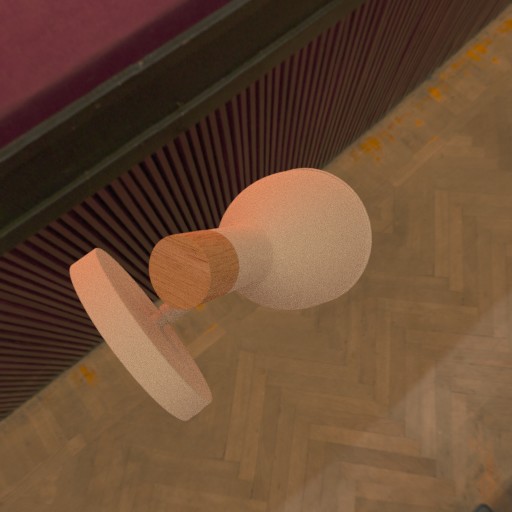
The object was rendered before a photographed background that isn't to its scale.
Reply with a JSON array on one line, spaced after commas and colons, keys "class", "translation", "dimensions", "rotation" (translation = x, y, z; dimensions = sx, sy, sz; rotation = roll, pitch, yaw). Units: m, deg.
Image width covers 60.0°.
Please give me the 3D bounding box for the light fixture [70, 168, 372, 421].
[{"class": "light fixture", "translation": [0.000, 0.000, 0.331], "dimensions": [0.209, 0.199, 0.127], "rotation": [-37, 79, -9]}]
